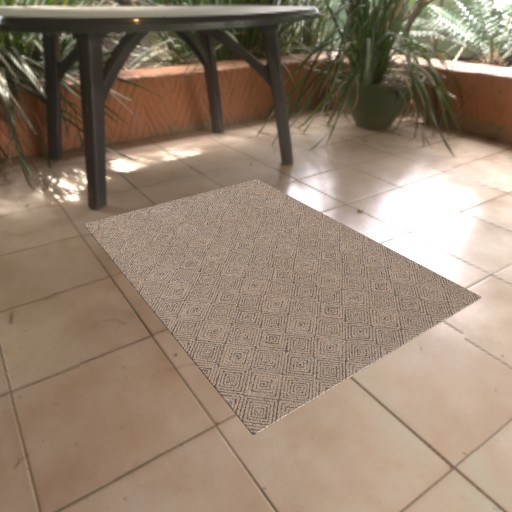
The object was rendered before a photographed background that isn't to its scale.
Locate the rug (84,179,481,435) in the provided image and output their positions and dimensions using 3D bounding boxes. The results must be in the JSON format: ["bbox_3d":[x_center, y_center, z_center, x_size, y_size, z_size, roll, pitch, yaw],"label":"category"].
[{"bbox_3d":[0.000,0.000,2.931,1.593,0.008,2.238,-20,36,-29],"label":"rug"}]
